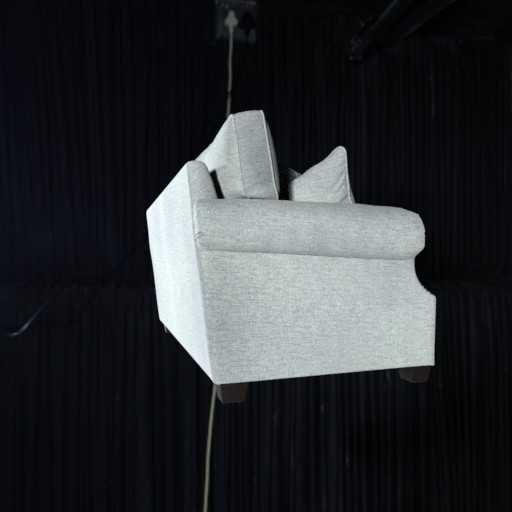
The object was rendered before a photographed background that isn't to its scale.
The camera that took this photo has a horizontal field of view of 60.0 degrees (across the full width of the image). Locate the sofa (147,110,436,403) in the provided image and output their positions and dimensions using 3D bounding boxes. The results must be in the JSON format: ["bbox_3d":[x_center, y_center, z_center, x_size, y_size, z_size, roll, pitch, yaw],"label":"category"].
[{"bbox_3d":[0.000,0.000,2.262,0.966,0.966,1.701,0,0,-19],"label":"sofa"}]
